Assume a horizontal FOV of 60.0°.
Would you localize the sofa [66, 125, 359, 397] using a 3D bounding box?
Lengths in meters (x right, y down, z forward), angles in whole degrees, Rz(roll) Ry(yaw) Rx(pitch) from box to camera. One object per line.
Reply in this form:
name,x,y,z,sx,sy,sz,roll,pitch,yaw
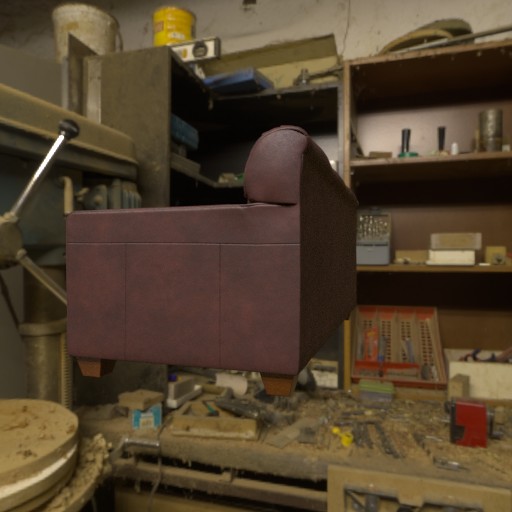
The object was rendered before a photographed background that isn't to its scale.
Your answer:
sofa,0.000,0.000,2.550,1.008,0.953,2.039,0,0,18
